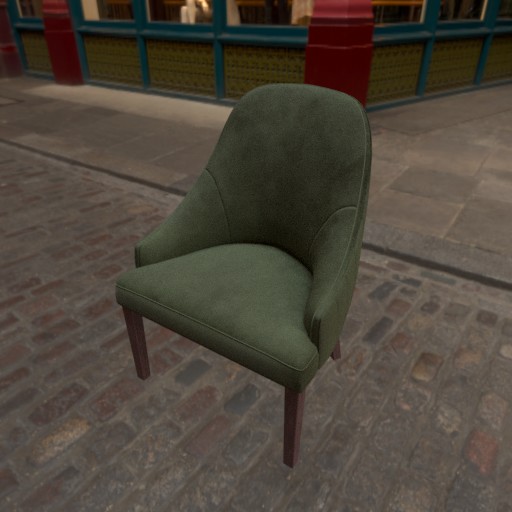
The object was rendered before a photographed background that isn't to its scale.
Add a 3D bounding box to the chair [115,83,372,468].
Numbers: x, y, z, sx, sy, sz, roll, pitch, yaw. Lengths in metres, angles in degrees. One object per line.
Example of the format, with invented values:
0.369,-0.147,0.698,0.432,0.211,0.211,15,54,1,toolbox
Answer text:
0.000,0.000,1.317,0.643,0.889,0.575,19,36,28,chair
